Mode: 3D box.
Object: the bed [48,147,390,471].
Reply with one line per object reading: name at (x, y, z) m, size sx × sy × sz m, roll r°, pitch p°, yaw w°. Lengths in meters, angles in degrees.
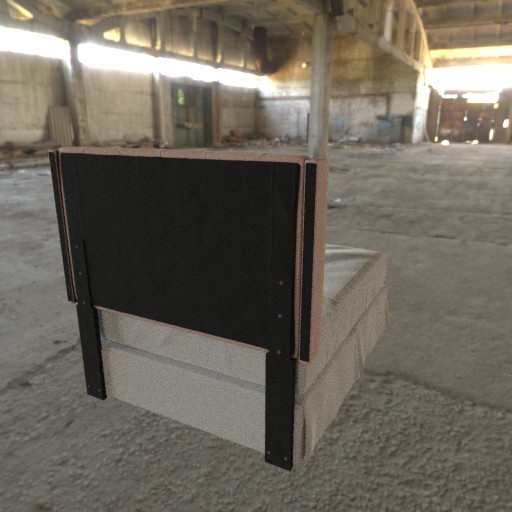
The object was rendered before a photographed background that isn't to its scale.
bed at (0.000, 0.000, 3.355) m, size 1.719 × 1.665 × 2.066 m, roll 9°, pitch 19°, yaw 26°
